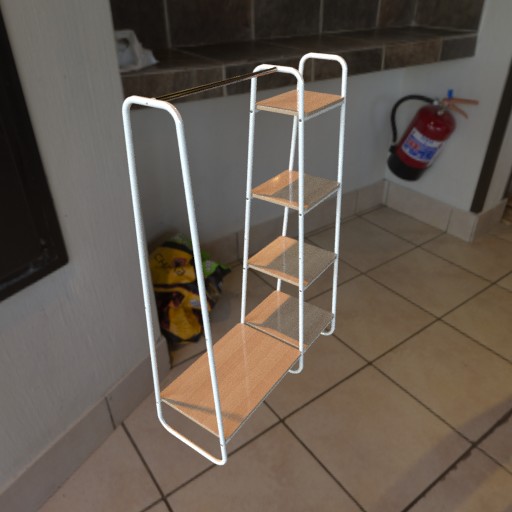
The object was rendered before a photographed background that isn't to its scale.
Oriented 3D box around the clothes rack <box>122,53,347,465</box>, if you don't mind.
[{"bbox_3d":[0.000,0.000,1.922,0.400,1.500,1.011,21,38,29],"label":"clothes rack"}]
